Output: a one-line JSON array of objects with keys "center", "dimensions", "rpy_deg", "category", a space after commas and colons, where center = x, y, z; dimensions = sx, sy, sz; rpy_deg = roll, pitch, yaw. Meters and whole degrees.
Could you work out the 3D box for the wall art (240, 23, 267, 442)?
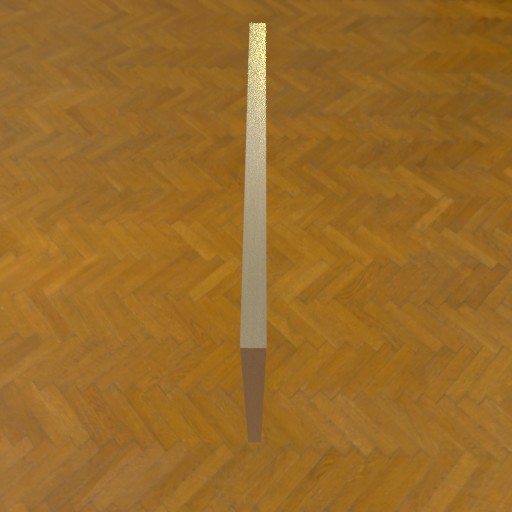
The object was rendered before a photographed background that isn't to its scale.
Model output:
[{"center": [0.000, 0.000, 1.189], "dimensions": [0.038, 0.806, 0.806], "rpy_deg": [0, 58, 0], "category": "wall art"}]
